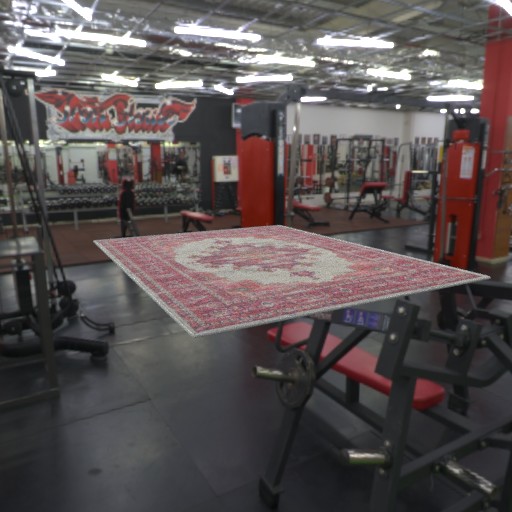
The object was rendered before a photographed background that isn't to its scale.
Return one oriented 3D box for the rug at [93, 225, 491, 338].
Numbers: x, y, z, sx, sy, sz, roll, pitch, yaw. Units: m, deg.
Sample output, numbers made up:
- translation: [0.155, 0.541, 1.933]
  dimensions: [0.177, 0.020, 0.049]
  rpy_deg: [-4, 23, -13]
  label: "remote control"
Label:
- translation: [0.000, 0.000, 4.187]
  dimensions: [2.447, 0.017, 3.123]
  rpy_deg: [-7, 14, -28]
  label: "rug"
